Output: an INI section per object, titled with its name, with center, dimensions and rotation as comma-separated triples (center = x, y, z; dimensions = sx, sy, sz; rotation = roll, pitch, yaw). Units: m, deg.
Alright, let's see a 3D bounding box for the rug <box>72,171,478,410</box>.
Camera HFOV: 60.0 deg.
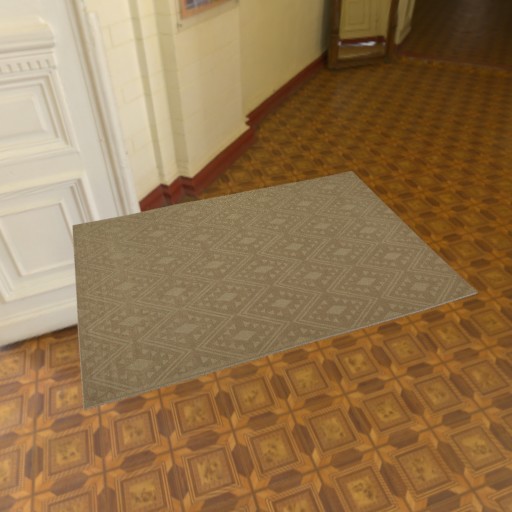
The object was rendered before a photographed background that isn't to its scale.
[rug]
center = 0.000, 0.000, 2.360
dimensions = 1.829, 0.034, 1.252
rotation = -13, 42, -15
